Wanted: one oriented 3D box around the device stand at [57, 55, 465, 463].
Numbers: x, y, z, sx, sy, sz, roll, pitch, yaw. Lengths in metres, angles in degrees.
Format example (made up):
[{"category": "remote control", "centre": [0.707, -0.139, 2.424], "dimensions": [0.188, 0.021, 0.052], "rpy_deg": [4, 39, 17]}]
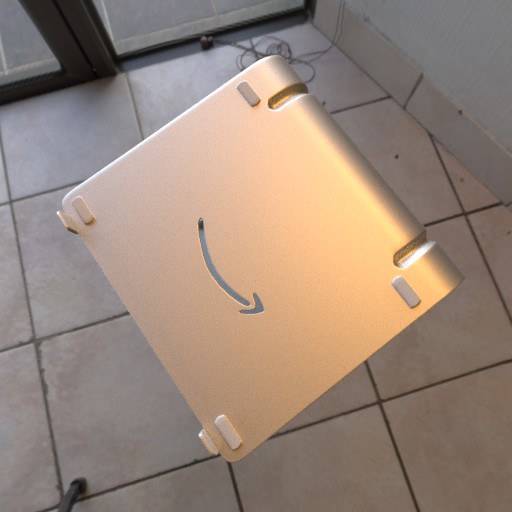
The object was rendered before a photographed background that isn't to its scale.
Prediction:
[{"category": "device stand", "centre": [0.000, 0.000, 0.406], "dimensions": [0.236, 0.155, 0.256], "rpy_deg": [-35, 79, -8]}]
